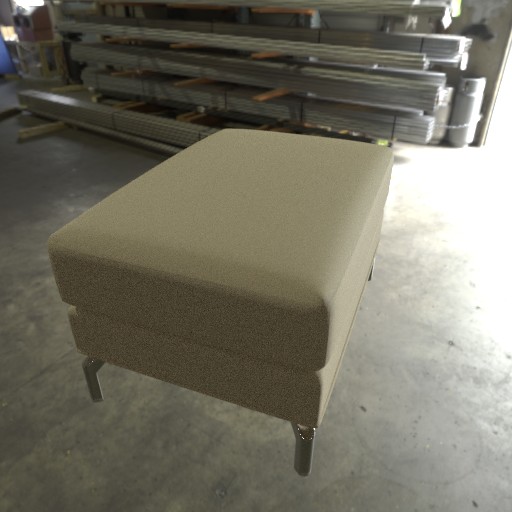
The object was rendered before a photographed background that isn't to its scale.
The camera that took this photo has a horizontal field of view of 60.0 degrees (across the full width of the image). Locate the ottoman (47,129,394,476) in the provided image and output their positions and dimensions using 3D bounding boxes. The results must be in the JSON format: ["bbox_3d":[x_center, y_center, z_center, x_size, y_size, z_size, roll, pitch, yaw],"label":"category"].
[{"bbox_3d":[0.000,0.000,1.194,0.581,0.497,0.835,12,33,18],"label":"ottoman"}]
